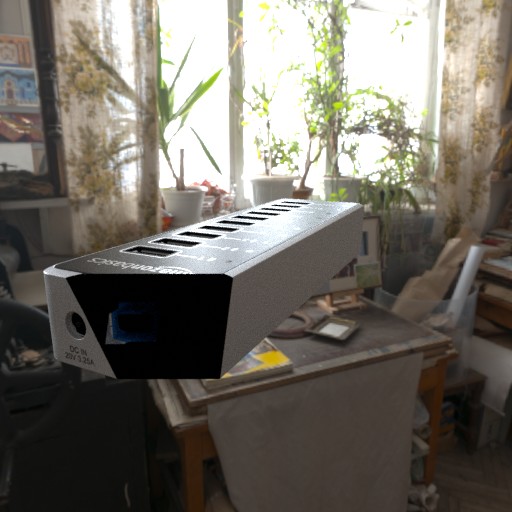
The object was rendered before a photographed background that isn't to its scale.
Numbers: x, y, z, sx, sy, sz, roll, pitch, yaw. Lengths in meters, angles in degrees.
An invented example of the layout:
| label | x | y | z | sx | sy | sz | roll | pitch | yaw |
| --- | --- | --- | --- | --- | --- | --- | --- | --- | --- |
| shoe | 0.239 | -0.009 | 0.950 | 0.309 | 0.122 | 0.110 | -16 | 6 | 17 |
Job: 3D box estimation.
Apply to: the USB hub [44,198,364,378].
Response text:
| label | x | y | z | sx | sy | sz | roll | pitch | yaw |
| --- | --- | --- | --- | --- | --- | --- | --- | --- | --- |
| USB hub | 0.000 | 0.000 | 0.160 | 0.044 | 0.023 | 0.145 | 7 | 16 | 26 |
